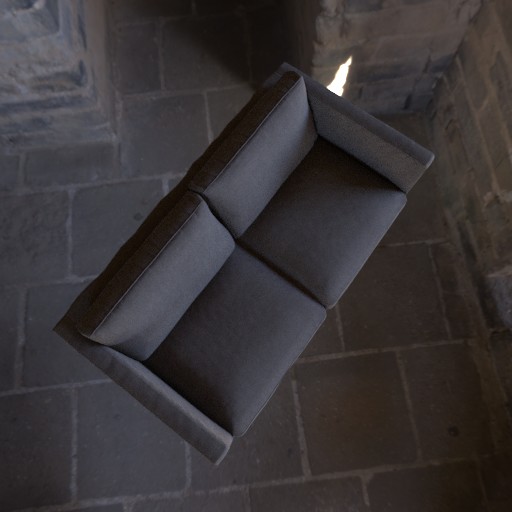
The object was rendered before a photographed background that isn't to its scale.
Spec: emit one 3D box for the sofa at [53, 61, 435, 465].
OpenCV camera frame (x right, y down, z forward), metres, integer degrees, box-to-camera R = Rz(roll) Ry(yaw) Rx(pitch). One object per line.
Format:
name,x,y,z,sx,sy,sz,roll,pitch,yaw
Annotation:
sofa,0.000,0.000,2.357,0.974,0.854,1.802,36,77,9
